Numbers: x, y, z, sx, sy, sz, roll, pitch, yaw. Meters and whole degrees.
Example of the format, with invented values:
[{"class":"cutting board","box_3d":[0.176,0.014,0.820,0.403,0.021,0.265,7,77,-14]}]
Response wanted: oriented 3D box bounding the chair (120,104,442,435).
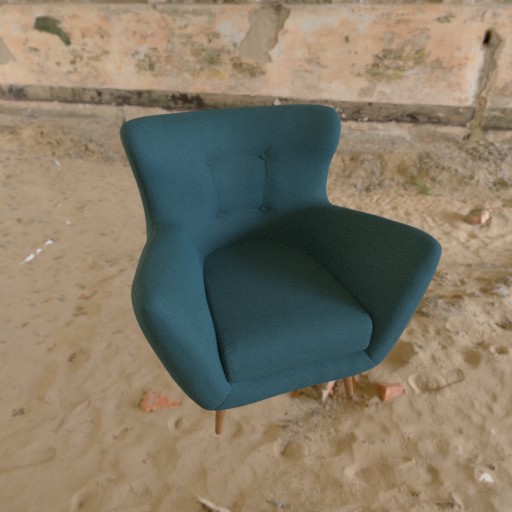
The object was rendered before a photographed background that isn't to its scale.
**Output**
[{"class":"chair","box_3d":[0.000,0.000,1.582,0.890,0.889,0.889,-10,33,-16]}]
